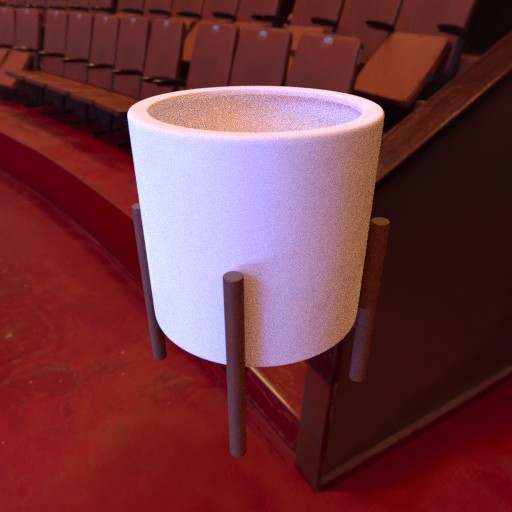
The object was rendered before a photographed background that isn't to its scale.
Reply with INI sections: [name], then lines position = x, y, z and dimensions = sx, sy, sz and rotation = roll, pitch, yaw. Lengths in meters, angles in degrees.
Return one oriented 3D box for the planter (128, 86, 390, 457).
[planter]
position = 0.000, 0.000, 0.886
dimensions = 0.420, 0.581, 0.421
rotation = -18, 34, -29
